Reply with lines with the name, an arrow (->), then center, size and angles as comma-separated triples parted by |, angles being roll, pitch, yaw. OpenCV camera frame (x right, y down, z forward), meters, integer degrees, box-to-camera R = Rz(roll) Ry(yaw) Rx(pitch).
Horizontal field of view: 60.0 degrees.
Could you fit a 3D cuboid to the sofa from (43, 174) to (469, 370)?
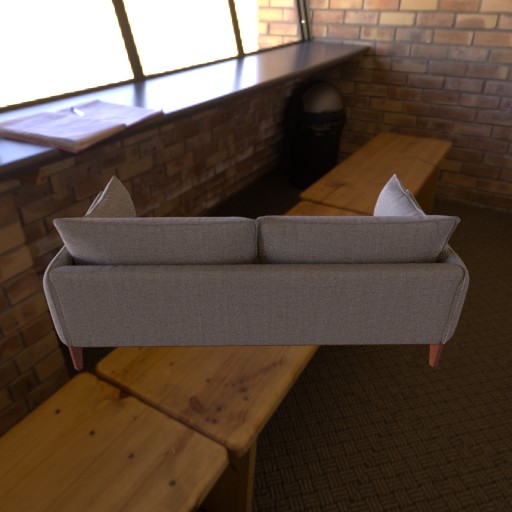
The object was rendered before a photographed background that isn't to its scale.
sofa -> 0.000, 0.000, 2.475 | 1.989, 0.851, 0.972 | 0, 32, -1
